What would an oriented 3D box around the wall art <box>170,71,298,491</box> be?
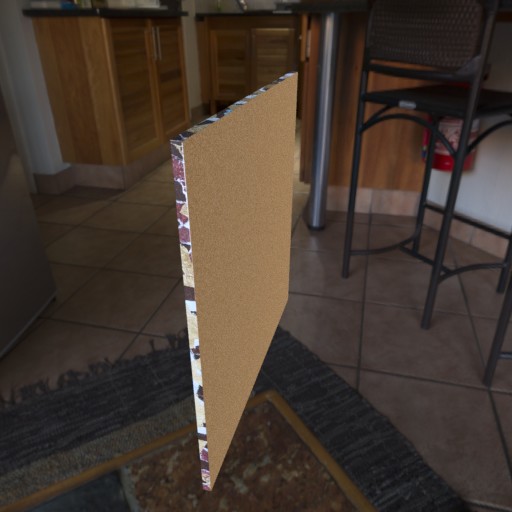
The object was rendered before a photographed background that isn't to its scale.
[{"bbox_3d":[0.000,0.000,0.584,0.010,0.406,0.404,8,30,14],"label":"wall art"}]
